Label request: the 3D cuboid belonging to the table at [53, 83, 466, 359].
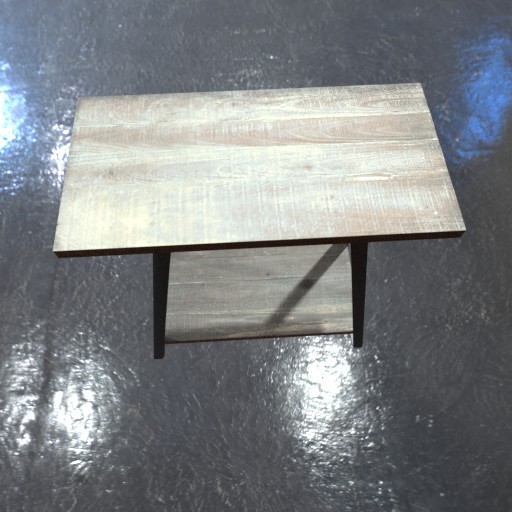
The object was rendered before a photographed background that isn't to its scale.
[{"bbox_3d":[0.000,0.000,1.019,0.599,0.701,0.300,-3,64,-1],"label":"table"}]
